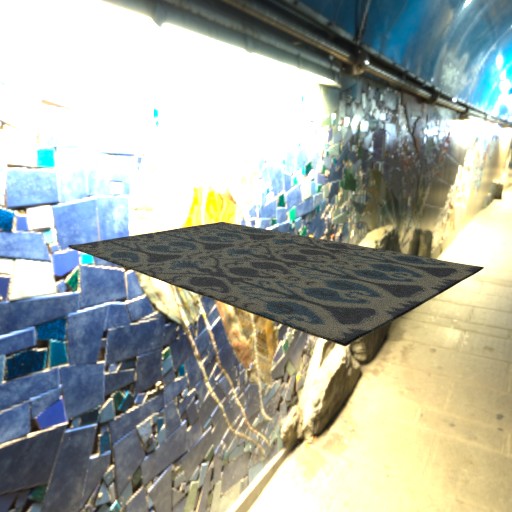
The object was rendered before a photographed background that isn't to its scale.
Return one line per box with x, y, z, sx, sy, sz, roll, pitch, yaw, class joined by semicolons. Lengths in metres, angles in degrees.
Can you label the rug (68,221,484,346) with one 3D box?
0.000;0.000;2.101;1.698;0.013;1.072;13;19;43;rug
